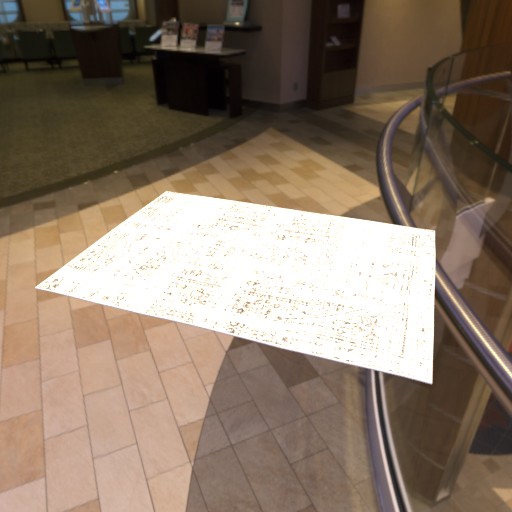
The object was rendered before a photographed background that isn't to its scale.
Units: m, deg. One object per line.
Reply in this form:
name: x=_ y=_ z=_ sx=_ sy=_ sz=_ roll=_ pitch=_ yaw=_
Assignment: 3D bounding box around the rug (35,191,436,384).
rug: x=0.000 y=0.000 z=3.193 sx=2.438 sy=0.026 sz=1.706 roll=10 pitch=32 yaw=17
